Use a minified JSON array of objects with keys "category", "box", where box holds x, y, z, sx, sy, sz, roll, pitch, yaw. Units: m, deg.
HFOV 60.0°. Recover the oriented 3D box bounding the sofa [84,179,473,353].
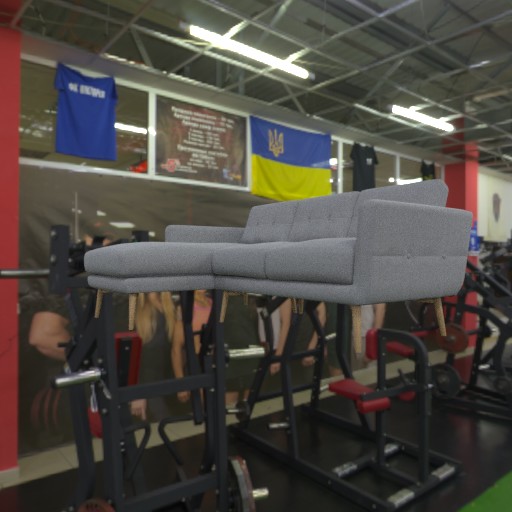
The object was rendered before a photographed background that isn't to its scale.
[{"category":"sofa","box":[0.000,0.000,2.757,1.530,0.860,2.040,0,0,-37]}]
